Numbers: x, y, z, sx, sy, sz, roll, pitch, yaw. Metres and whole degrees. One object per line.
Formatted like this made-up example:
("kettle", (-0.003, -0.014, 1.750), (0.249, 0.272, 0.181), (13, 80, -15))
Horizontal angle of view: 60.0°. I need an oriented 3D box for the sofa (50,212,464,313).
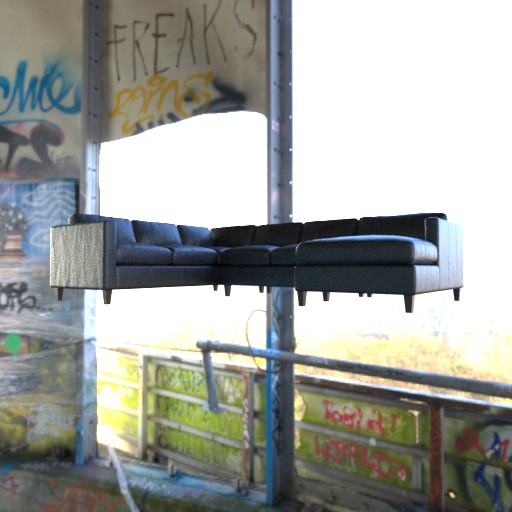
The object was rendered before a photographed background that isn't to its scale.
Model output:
("sofa", (0.000, 0.000, 4.411), (3.324, 0.891, 2.452), (-1, -2, 37))
